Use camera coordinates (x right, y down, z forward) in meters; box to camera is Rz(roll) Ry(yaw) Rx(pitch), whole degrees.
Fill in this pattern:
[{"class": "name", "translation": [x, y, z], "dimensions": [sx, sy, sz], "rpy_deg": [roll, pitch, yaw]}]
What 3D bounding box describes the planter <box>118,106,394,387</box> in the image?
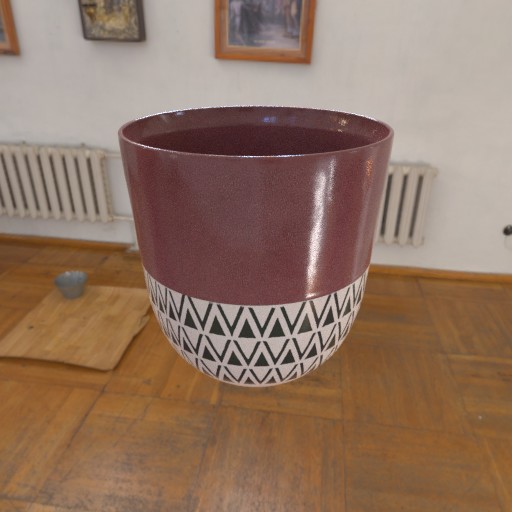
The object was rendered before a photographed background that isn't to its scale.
[{"class": "planter", "translation": [0.000, 0.000, 0.371], "dimensions": [0.195, 0.214, 0.195], "rpy_deg": [0, 26, 0]}]
